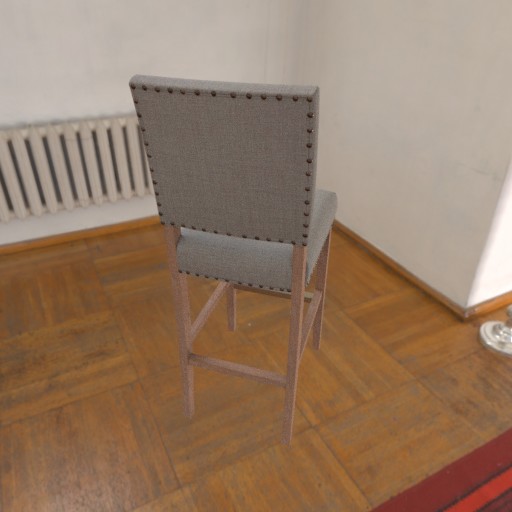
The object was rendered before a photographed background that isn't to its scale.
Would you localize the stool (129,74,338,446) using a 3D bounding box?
[{"bbox_3d":[0.000,0.000,1.487,0.445,1.203,0.585,10,33,15],"label":"stool"}]
